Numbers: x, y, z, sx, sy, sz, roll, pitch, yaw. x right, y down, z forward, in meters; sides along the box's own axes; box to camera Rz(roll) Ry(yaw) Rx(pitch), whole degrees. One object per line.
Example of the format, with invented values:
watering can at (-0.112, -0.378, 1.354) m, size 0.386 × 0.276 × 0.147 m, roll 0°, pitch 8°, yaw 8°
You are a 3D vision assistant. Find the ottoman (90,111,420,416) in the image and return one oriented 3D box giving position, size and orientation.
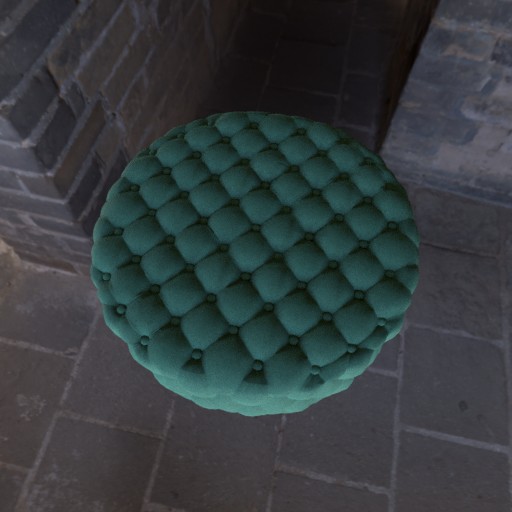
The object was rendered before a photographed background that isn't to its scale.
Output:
ottoman at (0.000, 0.000, 1.474) m, size 0.998 × 0.399 × 0.998 m, roll 0°, pitch 63°, yaw 0°
